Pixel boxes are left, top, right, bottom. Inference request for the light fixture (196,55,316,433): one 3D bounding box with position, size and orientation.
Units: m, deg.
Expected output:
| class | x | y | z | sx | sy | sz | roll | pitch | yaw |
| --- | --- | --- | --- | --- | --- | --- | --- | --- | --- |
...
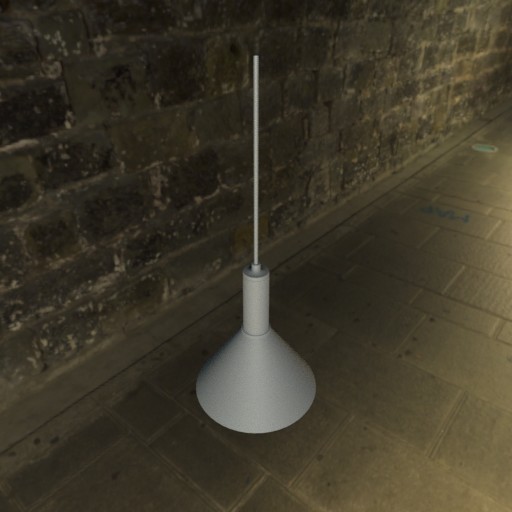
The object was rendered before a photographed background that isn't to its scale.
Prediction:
| class | x | y | z | sx | sy | sz | roll | pitch | yaw |
| --- | --- | --- | --- | --- | --- | --- | --- | --- | --- |
| light fixture | 0.000 | 0.000 | 0.823 | 0.267 | 0.683 | 0.267 | -20 | 37 | -29 |
